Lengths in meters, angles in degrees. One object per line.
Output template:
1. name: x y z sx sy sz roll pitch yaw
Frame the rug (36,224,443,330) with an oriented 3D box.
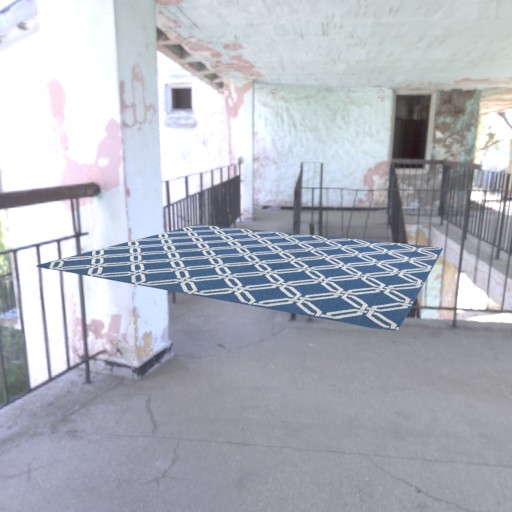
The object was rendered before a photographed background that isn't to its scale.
1. rug: 0.000 0.000 3.922 2.867 0.020 2.277 7 15 27
